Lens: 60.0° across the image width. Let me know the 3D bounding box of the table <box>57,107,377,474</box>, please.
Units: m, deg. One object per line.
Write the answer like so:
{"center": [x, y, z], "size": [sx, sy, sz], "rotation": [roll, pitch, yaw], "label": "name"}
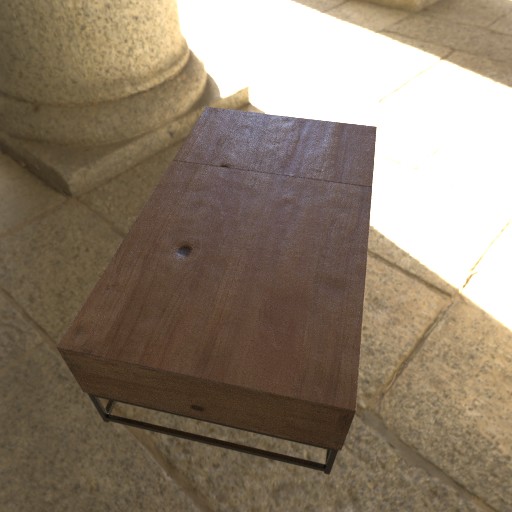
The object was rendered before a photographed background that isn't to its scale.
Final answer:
{"center": [0.000, 0.000, 1.433], "size": [0.655, 0.395, 1.101], "rotation": [9, 47, 9], "label": "table"}
